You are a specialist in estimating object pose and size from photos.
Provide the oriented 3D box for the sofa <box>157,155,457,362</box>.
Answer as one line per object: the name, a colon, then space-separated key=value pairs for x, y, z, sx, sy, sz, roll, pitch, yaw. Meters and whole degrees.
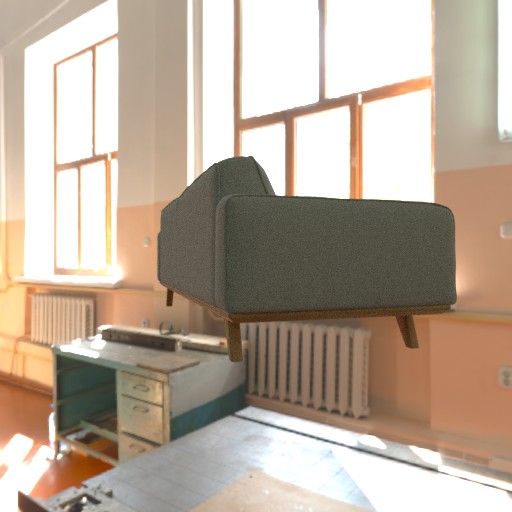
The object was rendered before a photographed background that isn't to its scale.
sofa: x=0.000 y=0.000 z=2.667 sx=0.956 sy=0.781 sz=2.270 roll=0 pitch=0 yaw=-18
